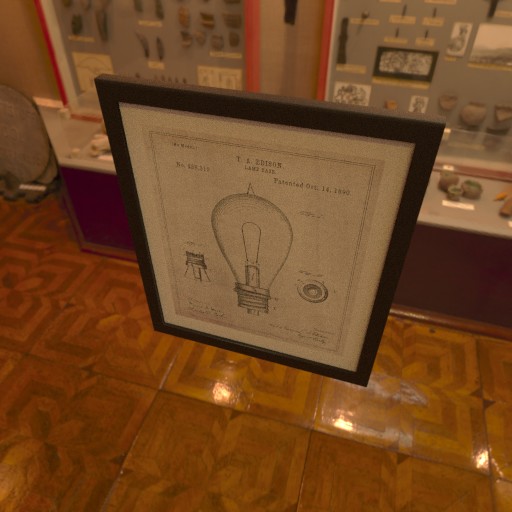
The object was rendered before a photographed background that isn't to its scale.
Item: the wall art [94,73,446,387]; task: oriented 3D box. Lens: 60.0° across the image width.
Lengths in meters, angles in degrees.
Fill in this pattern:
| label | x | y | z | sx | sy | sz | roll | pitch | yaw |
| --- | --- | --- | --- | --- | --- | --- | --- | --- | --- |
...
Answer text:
| label | x | y | z | sx | sy | sz | roll | pitch | yaw |
| --- | --- | --- | --- | --- | --- | --- | --- | --- | --- |
| wall art | 0.000 | 0.000 | 0.695 | 0.430 | 0.509 | 0.021 | 12 | 43 | 13 |
